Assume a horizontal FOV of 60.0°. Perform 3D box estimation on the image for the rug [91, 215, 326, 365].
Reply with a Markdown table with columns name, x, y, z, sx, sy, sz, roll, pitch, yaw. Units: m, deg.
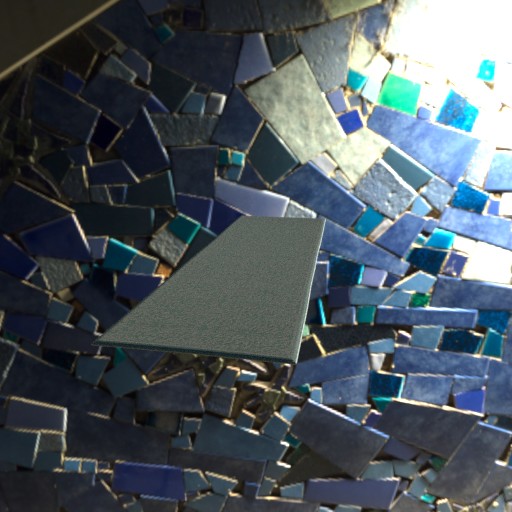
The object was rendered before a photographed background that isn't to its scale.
| name | x | y | z | sx | sy | sz | roll | pitch | yaw |
| --- | --- | --- | --- | --- | --- | --- | --- | --- | --- |
| rug | 0.000 | 0.000 | 2.398 | 0.662 | 0.011 | 2.196 | 3 | 16 | 10 |
